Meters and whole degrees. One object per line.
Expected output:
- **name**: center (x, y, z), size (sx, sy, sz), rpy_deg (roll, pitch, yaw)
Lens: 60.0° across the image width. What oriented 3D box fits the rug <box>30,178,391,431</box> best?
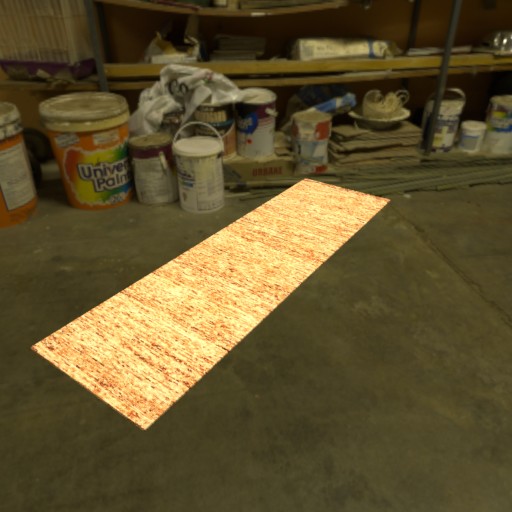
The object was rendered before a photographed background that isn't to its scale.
- **rug**: center (0.000, 0.000, 2.421), size (0.680, 0.014, 2.237), rpy_deg (21, 37, 30)
